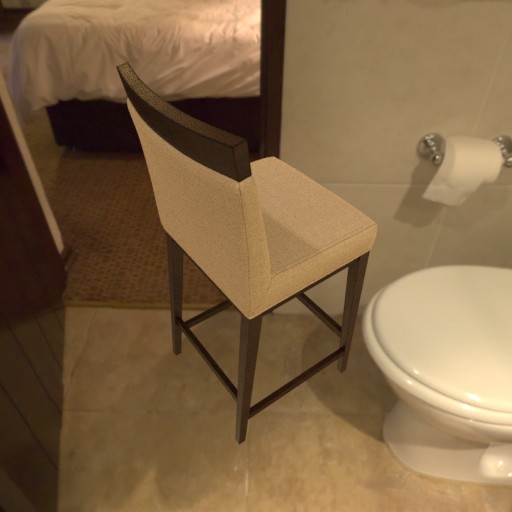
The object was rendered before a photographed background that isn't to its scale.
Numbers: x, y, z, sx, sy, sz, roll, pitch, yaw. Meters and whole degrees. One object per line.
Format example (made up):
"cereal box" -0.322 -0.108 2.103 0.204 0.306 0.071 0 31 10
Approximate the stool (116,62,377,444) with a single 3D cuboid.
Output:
"stool" 0.000 0.000 1.389 0.531 1.117 0.511 -26 48 -26
